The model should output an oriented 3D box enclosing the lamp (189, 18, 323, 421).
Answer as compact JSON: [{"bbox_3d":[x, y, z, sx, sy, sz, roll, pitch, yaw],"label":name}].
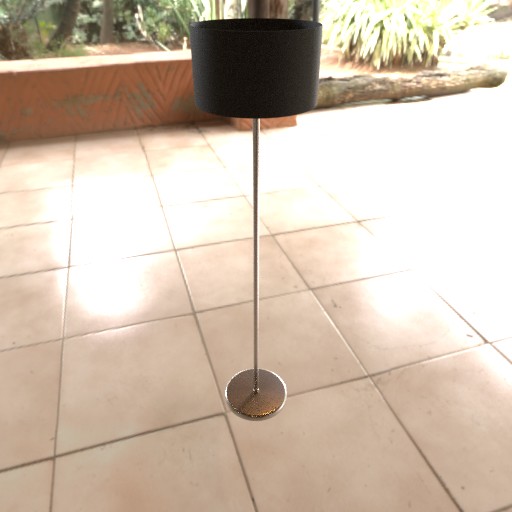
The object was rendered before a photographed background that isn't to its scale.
[{"bbox_3d":[0.000,0.000,1.550,0.348,1.443,0.348,-10,34,-16],"label":"lamp"}]
